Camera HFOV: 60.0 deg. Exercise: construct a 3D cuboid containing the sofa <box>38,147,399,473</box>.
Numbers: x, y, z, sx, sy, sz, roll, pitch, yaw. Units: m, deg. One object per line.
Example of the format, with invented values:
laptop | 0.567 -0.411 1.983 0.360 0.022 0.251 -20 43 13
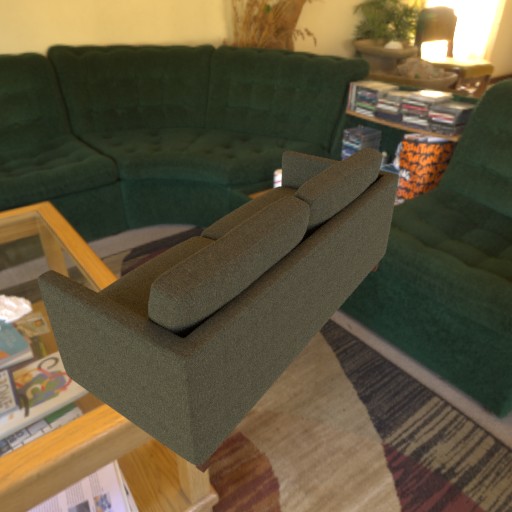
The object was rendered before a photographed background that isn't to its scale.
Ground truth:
sofa | 0.000 0.000 2.680 0.948 0.965 2.208 20 37 29
